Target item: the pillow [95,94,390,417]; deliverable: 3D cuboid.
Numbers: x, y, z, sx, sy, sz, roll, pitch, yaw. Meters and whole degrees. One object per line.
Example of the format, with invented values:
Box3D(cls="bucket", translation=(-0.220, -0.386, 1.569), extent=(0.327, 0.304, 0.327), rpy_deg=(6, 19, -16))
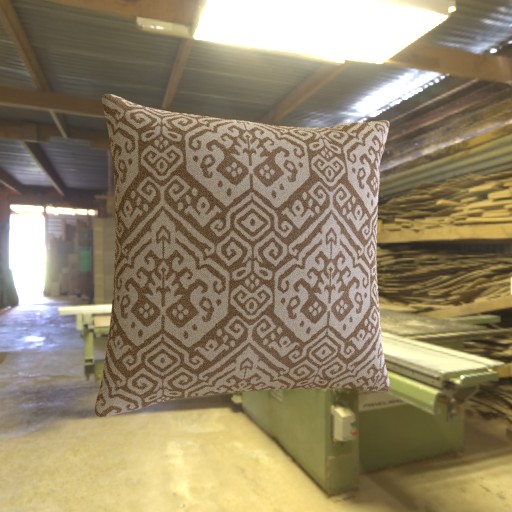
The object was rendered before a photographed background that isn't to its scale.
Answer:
Box3D(cls="pillow", translation=(0.000, 0.000, 0.612), extent=(0.419, 0.407, 0.173), rpy_deg=(0, 0, -16))
